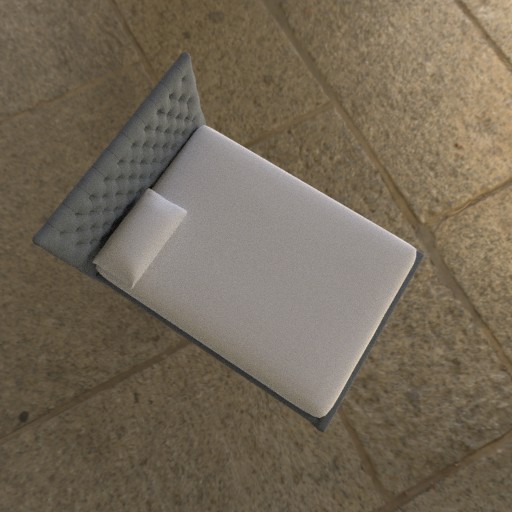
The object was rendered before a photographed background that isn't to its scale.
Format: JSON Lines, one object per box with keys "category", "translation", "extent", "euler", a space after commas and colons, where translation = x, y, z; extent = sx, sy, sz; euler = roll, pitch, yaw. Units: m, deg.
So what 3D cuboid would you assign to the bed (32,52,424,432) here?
{"category": "bed", "translation": [0.000, 0.000, 3.478], "extent": [2.335, 1.411, 1.698], "euler": [32, 78, 8]}
